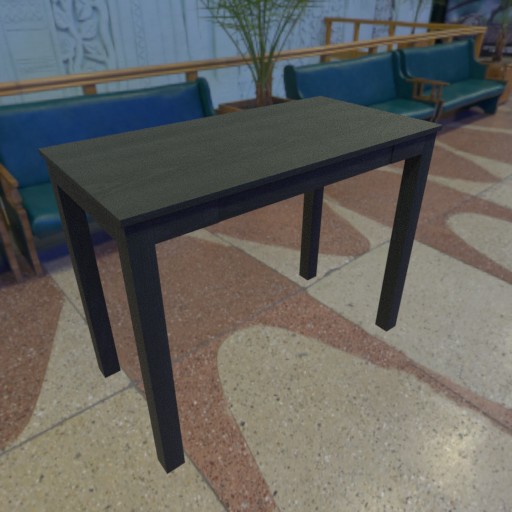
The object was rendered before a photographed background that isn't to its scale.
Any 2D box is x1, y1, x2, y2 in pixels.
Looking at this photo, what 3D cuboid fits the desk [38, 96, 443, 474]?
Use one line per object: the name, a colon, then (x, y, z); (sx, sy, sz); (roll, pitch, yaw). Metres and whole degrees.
desk: (0.000, 0.000, 1.398); (0.991, 0.762, 0.499); (-22, 38, -32)
